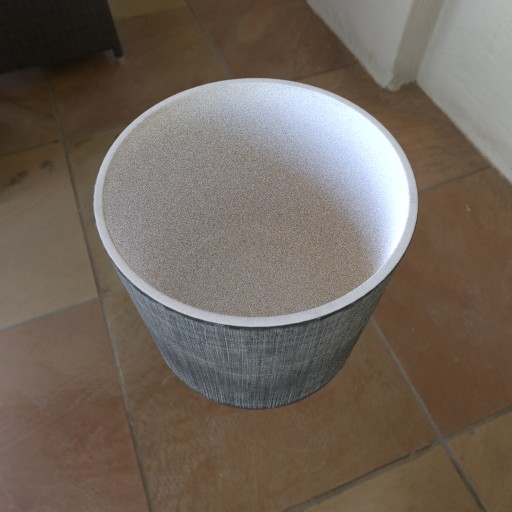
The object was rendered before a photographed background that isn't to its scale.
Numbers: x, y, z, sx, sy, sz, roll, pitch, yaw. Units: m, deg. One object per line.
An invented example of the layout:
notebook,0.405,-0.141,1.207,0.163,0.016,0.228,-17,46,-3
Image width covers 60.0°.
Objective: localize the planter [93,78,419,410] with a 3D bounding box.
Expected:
planter,0.000,0.000,0.391,0.221,0.201,0.221,0,58,0
